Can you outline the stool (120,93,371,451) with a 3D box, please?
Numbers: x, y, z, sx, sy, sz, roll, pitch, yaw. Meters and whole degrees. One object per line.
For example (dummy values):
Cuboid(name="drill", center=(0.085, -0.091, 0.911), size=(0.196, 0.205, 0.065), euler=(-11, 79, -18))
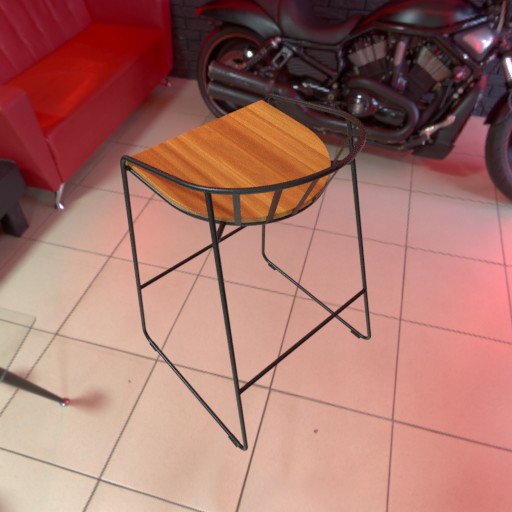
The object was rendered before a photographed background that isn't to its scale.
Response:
Cuboid(name="stool", center=(0.000, 0.000, 1.181), size=(0.546, 0.812, 0.521), euler=(-33, 55, -27))
